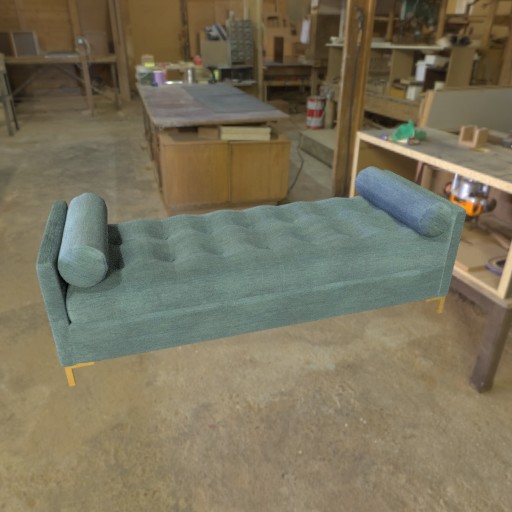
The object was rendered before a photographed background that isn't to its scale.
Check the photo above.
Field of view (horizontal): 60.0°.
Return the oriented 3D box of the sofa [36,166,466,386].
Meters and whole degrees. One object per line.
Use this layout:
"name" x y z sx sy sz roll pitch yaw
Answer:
"sofa" 0.000 0.000 2.490 2.102 0.705 0.796 -8 28 -15
